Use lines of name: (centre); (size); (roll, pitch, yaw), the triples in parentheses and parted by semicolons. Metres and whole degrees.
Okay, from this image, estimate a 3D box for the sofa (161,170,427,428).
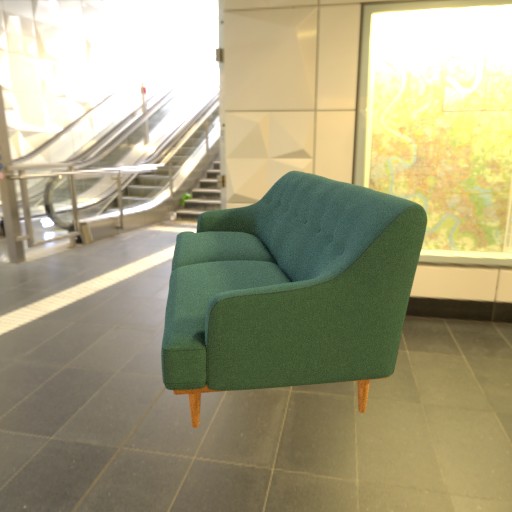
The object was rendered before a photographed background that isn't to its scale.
sofa: (0.000, 0.000, 2.560); (0.978, 0.871, 2.057); (-2, 14, -8)
